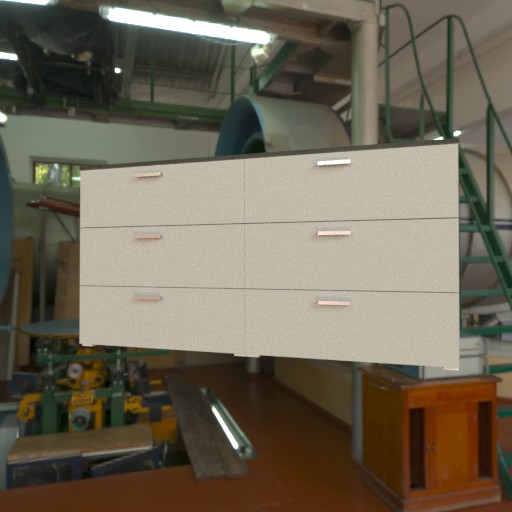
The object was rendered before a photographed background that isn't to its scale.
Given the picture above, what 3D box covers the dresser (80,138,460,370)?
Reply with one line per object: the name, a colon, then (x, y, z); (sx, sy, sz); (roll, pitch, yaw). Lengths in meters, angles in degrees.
dresser: (0.000, 0.000, 1.865); (1.535, 0.790, 0.333); (0, -1, 17)
